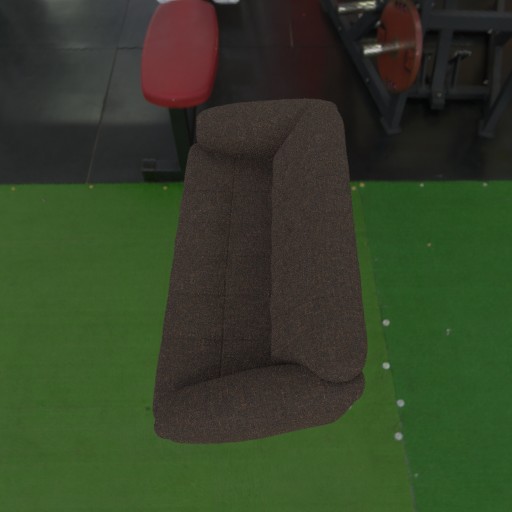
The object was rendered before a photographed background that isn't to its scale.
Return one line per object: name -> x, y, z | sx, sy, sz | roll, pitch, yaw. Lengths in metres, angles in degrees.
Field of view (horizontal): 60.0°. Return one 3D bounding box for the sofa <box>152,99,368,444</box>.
sofa -> 0.000, 0.000, 2.303 | 0.887, 0.790, 1.849 | 1, 59, 1
